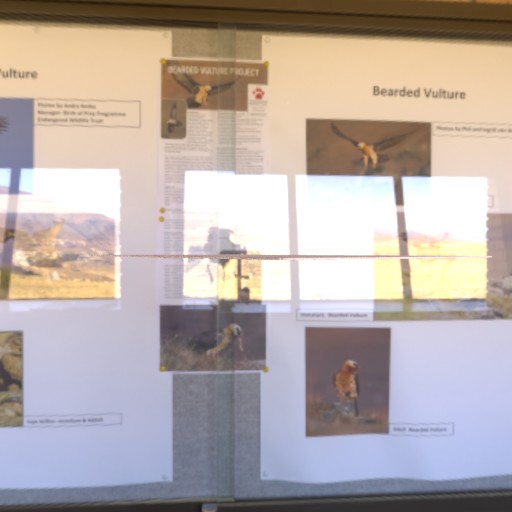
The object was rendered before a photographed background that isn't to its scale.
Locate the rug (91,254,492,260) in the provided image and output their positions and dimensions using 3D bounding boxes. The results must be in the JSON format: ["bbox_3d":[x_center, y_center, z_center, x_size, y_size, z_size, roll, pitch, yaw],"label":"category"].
[{"bbox_3d":[0.000,0.000,3.035,1.529,0.009,2.446,0,1,-36],"label":"rug"}]
